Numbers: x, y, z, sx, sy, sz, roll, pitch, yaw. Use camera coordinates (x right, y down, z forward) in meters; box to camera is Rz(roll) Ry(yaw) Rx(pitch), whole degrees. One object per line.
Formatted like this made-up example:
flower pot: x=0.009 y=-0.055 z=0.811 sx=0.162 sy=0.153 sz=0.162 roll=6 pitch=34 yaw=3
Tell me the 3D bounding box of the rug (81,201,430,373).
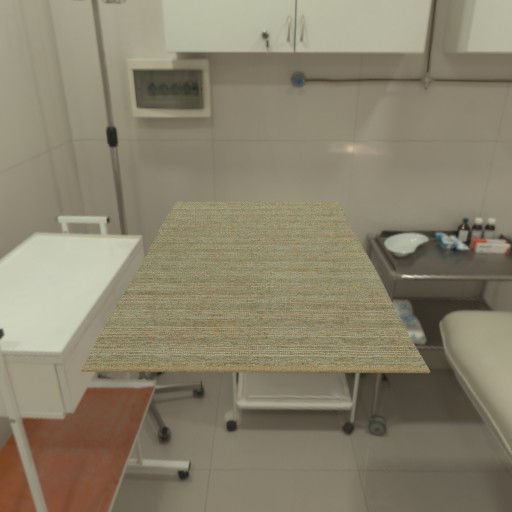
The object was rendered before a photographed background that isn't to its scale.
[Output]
rug: x=0.000 y=0.000 z=3.045 sx=1.540 sy=0.012 sz=2.448 roll=0 pitch=24 yaw=0
